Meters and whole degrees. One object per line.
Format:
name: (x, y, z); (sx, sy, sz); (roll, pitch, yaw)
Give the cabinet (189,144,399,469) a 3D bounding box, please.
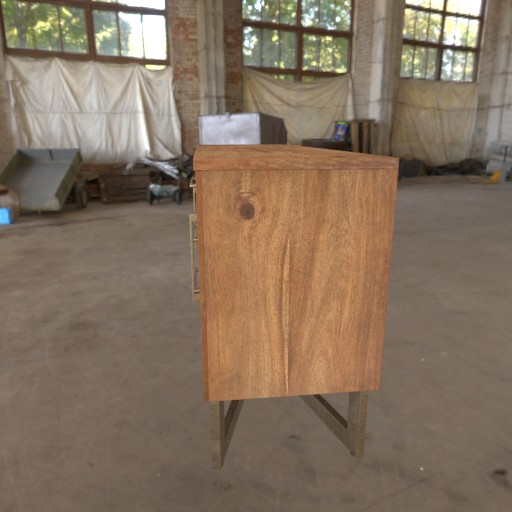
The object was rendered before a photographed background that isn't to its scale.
cabinet: (0.000, 0.000, 1.723); (0.480, 0.812, 1.373); (-2, 15, -7)
